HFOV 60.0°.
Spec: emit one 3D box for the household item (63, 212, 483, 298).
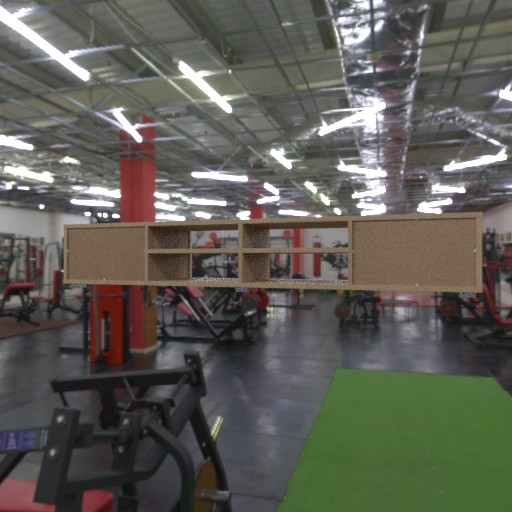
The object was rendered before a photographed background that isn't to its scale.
[{"bbox_3d":[0.000,0.000,2.078,1.850,0.310,0.420,0,0,19],"label":"household item"}]
